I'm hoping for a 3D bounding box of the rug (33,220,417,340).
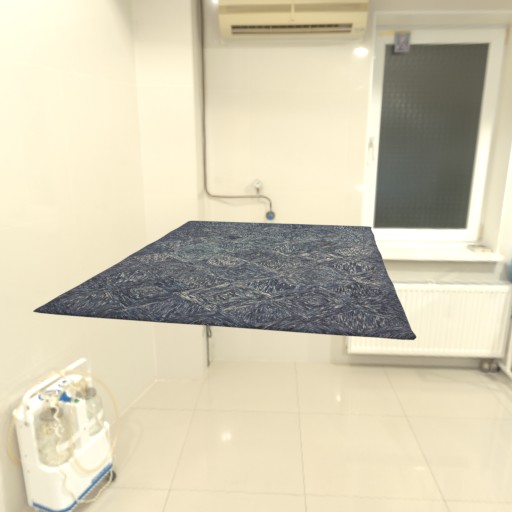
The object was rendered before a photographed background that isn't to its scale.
[{"bbox_3d":[0.000,0.000,4.205,2.385,0.024,3.245,3,15,9],"label":"rug"}]
